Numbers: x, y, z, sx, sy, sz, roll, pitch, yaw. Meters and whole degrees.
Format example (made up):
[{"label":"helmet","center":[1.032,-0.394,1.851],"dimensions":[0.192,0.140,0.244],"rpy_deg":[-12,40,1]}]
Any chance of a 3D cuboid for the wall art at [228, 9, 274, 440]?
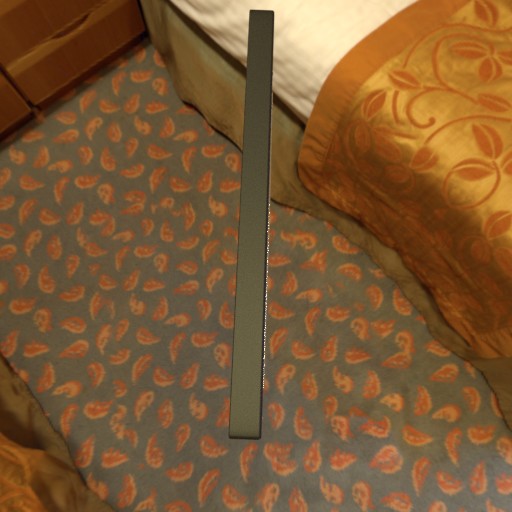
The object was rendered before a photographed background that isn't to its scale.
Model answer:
[{"label":"wall art","center":[0.000,0.000,0.885],"dimensions":[0.043,0.611,0.610],"rpy_deg":[2,74,1]}]
